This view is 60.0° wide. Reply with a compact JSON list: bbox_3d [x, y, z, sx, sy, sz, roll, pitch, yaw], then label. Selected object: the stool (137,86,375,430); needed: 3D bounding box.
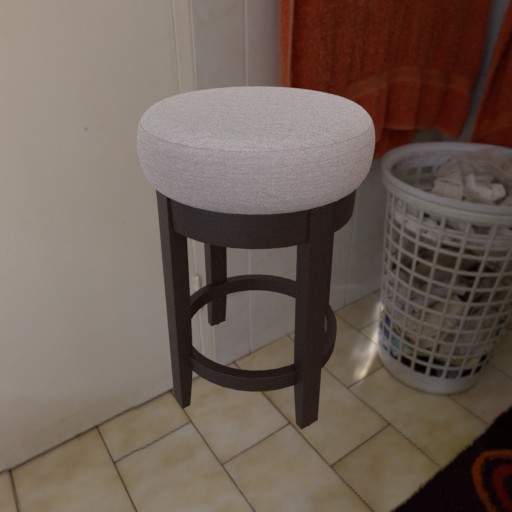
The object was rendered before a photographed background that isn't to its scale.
[{"bbox_3d":[0.000,0.000,0.983,0.443,0.672,0.443,0,31,0],"label":"stool"}]
